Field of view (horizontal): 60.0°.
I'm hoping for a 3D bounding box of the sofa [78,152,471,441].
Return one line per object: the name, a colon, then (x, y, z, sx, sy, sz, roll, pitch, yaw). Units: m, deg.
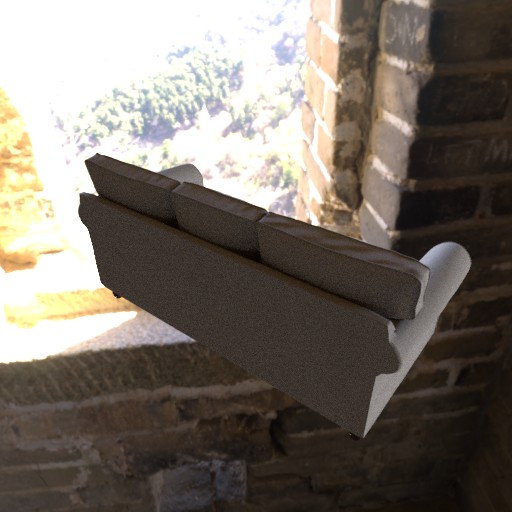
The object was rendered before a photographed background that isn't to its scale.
sofa: (0.000, 0.000, 2.536, 2.084, 0.961, 0.916, 22, 38, 32)
